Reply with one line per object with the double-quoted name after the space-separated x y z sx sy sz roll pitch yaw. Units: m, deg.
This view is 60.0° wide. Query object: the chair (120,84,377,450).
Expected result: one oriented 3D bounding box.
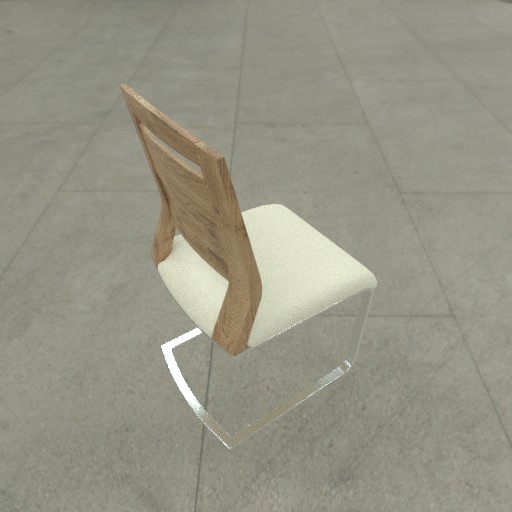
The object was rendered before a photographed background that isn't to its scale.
0.000 0.000 1.243 0.561 0.955 0.457 -24 46 -26 "chair"
